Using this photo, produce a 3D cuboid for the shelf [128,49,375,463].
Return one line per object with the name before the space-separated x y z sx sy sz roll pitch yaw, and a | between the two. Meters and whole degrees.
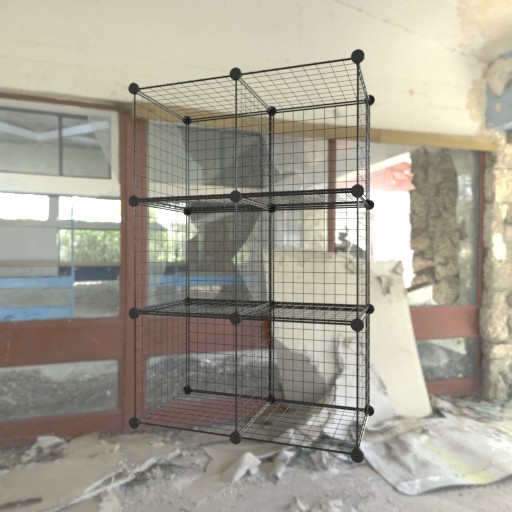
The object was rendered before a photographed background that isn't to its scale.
shelf | 0.000 0.000 1.422 0.711 1.067 0.356 0 0 19
